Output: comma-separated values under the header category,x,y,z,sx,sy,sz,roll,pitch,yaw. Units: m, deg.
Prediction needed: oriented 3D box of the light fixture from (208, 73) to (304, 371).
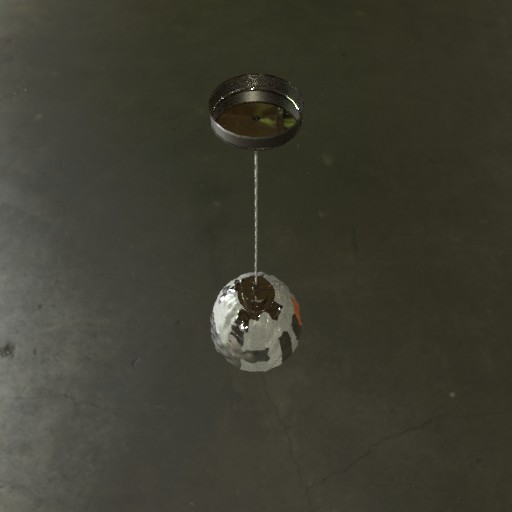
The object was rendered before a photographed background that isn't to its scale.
category,x,y,z,sx,sy,sz,roll,pitch,yaw
light fixture,0.000,0.000,1.806,0.496,1.511,0.500,-13,59,-8
